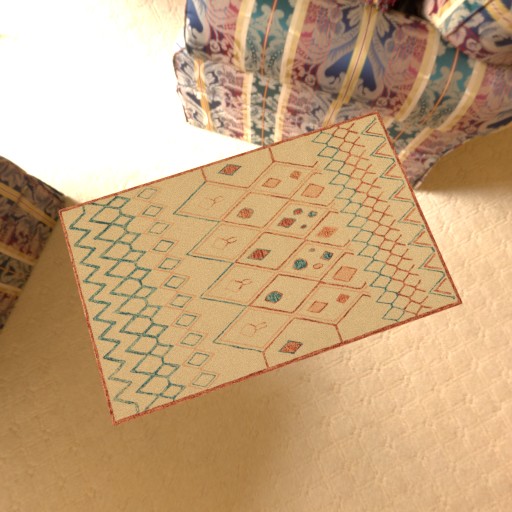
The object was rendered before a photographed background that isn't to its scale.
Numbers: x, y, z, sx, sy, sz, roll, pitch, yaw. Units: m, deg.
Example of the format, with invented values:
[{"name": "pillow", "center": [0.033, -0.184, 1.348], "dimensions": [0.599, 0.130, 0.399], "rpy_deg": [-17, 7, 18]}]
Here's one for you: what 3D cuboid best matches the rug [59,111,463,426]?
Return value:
[{"name": "rug", "center": [0.000, 0.000, 3.070], "dimensions": [2.438, 0.015, 1.524], "rpy_deg": [-18, 78, -4]}]
